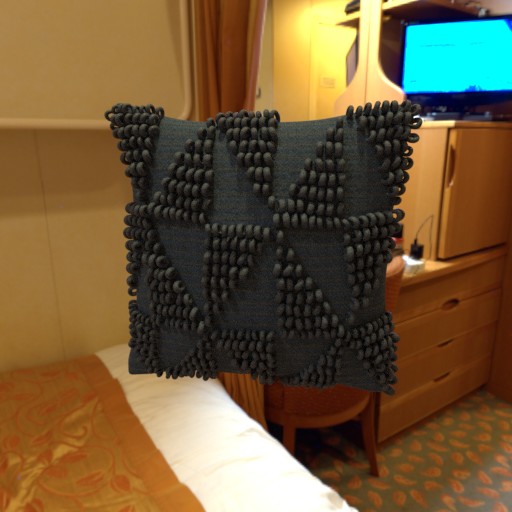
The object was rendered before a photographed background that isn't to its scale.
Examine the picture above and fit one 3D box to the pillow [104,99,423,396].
[{"bbox_3d":[0.000,0.000,0.704,0.469,0.466,0.172,2,15,8],"label":"pillow"}]
